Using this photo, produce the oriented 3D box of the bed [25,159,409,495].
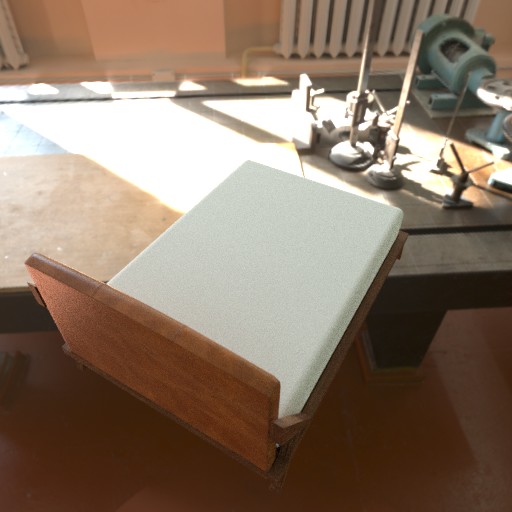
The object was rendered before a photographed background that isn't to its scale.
[{"bbox_3d":[0.000,0.000,3.164,1.651,1.168,2.311,23,49,21],"label":"bed"}]
